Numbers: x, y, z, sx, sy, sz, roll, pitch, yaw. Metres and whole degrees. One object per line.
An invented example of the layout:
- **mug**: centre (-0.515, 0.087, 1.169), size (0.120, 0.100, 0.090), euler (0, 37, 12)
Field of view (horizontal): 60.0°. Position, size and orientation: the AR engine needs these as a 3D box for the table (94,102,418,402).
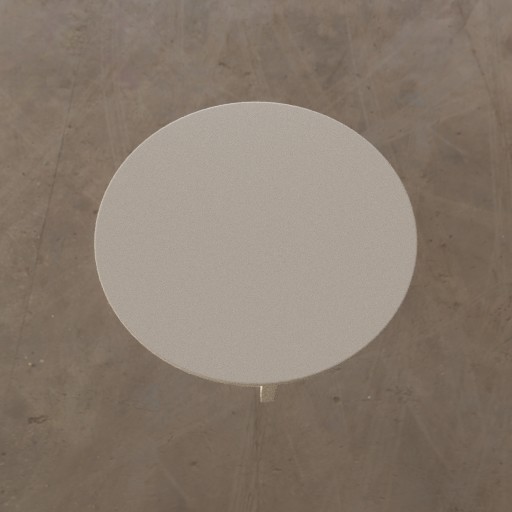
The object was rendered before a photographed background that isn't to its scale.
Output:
- **table**: centre (0.000, 0.000, 1.467), size (0.910, 0.457, 0.910), euler (0, 64, 0)
